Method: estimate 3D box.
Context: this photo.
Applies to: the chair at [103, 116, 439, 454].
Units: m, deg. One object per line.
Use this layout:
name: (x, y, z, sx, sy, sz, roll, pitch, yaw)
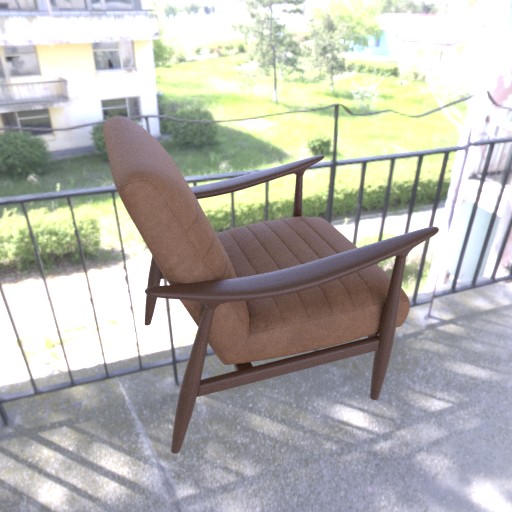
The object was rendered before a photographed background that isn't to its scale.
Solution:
chair: (0.000, 0.000, 1.429, 0.798, 0.832, 0.741, -10, 32, -17)
